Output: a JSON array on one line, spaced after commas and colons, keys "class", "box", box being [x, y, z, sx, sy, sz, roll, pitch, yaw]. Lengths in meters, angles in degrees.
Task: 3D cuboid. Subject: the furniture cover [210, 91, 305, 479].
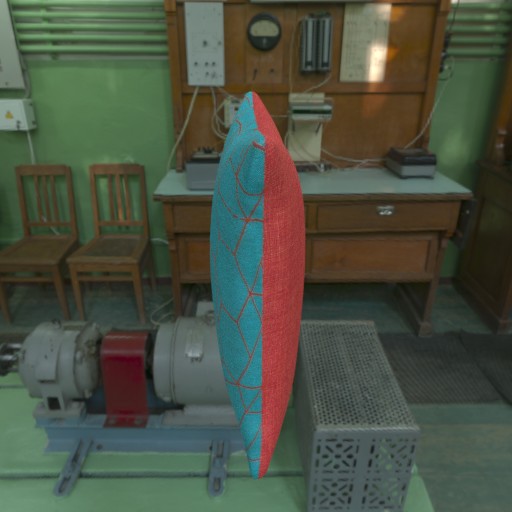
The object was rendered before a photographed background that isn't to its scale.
[{"class": "furniture cover", "box": [0.000, 0.000, 0.788, 0.158, 0.508, 0.517, -1, 25, -2]}]
